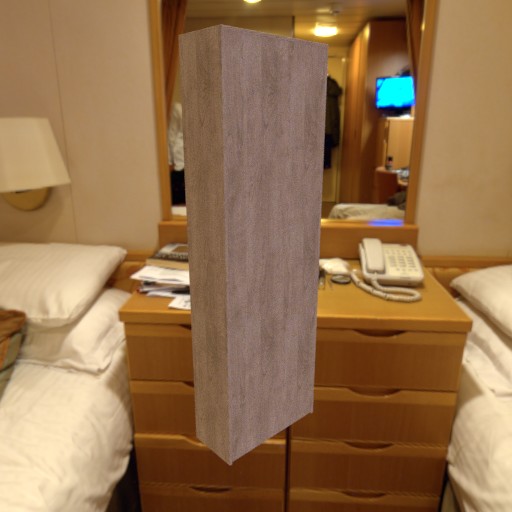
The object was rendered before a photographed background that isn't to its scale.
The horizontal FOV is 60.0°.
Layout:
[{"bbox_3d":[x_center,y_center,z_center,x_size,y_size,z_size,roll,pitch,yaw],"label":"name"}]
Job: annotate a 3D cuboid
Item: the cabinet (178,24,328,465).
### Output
[{"bbox_3d":[0.000,0.000,1.838,0.520,1.630,0.250,-15,22,-40],"label":"cabinet"}]
